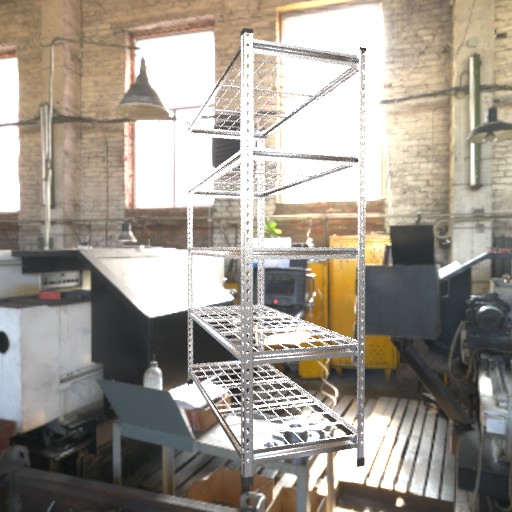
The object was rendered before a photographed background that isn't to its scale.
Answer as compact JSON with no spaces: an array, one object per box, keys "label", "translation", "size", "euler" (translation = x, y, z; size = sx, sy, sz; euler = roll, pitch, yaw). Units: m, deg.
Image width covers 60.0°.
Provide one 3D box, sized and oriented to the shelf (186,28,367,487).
[{"label":"shelf","translation":[0.000,0.000,2.728],"size":[0.610,1.981,1.524],"euler":[0,1,-18]}]
